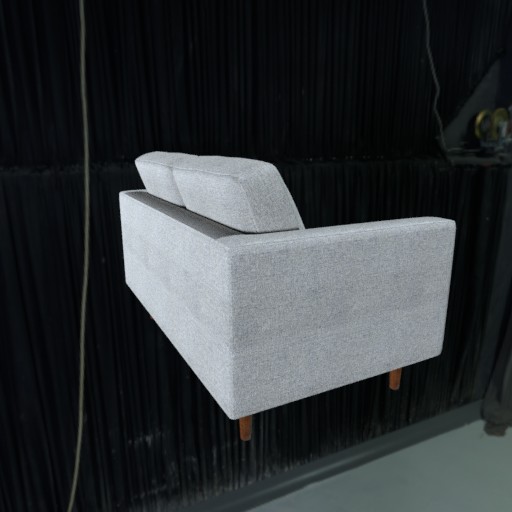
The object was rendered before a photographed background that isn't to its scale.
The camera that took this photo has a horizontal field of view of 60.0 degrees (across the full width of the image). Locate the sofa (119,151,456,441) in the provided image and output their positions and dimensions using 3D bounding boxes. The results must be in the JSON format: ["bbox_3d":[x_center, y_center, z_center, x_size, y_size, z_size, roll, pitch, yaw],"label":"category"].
[{"bbox_3d":[0.000,0.000,2.152,0.969,0.973,1.527,-8,17,-27],"label":"sofa"}]
